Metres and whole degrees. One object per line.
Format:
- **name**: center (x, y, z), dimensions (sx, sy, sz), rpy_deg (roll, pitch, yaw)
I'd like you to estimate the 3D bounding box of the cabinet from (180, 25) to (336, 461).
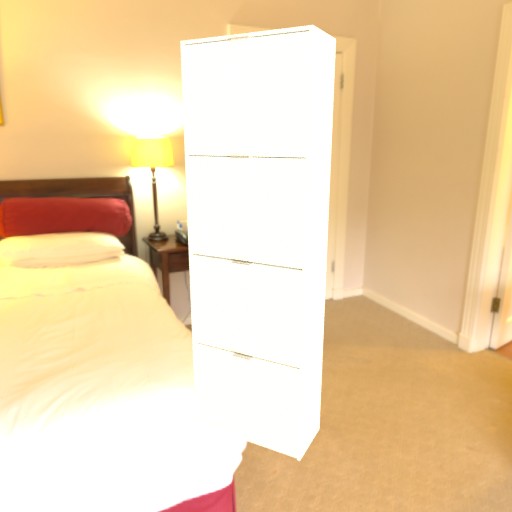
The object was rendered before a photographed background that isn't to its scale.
- **cabinet**: center (0.000, 0.000, 1.822), dimensions (0.520, 1.630, 0.255), rpy_deg (8, 17, 27)
